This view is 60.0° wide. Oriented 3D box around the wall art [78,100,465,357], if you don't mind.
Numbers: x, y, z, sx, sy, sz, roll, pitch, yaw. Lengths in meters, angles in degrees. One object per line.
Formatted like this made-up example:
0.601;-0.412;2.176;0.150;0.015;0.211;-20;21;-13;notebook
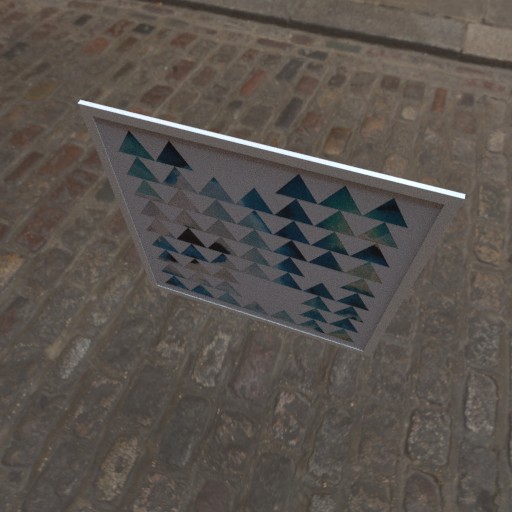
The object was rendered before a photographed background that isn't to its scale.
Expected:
0.000;0.000;0.688;0.456;0.456;0.007;16;58;10;wall art
